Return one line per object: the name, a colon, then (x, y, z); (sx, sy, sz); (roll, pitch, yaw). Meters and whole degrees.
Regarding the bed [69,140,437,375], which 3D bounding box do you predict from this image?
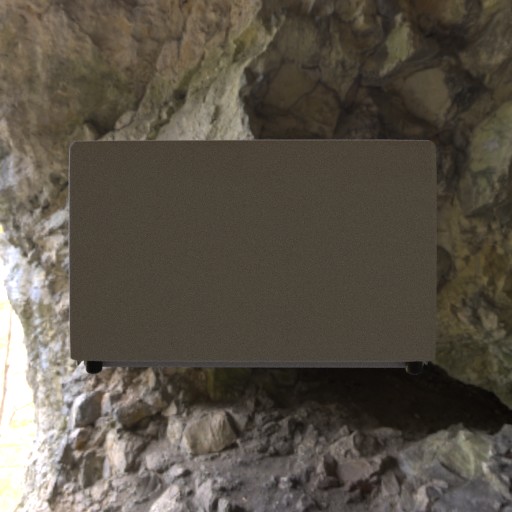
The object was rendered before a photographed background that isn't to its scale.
bed: (0.000, 0.000, 3.596); (2.119, 1.317, 2.341); (0, 0, 0)
